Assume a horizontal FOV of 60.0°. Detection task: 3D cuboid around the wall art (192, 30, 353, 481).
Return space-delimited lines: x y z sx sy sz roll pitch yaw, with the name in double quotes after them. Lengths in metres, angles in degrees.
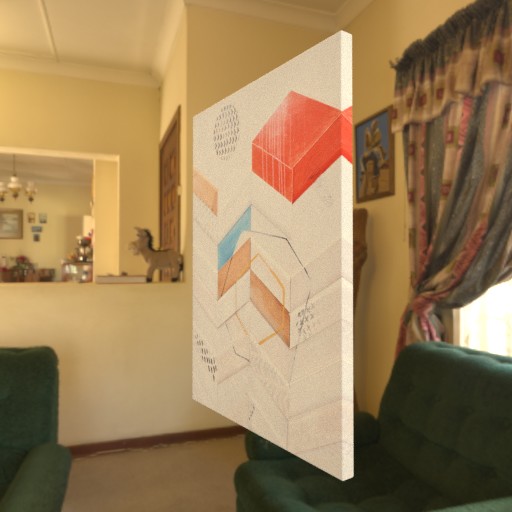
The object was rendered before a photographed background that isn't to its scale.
0.000 0.000 1.092 0.036 0.848 0.613 1 -1 -35 "wall art"
